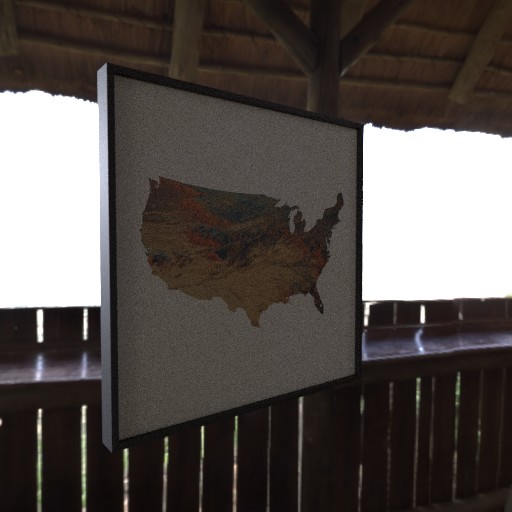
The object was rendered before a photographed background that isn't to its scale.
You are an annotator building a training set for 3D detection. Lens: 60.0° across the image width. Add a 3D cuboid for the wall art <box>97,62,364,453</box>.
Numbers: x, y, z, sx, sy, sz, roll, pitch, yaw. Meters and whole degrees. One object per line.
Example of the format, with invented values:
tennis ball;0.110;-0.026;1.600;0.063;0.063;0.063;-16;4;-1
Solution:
wall art;0.000;0.000;0.743;0.507;0.507;0.038;-2;3;-37
